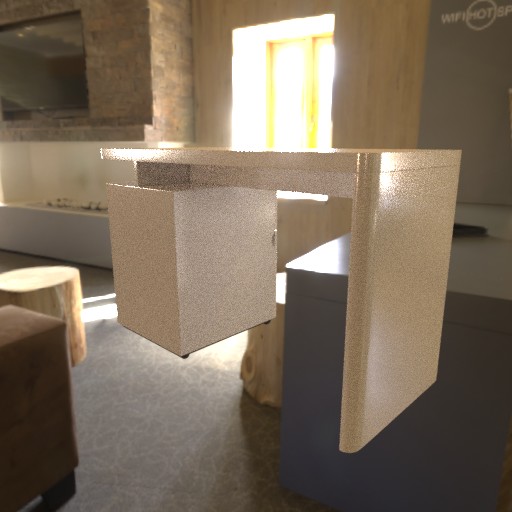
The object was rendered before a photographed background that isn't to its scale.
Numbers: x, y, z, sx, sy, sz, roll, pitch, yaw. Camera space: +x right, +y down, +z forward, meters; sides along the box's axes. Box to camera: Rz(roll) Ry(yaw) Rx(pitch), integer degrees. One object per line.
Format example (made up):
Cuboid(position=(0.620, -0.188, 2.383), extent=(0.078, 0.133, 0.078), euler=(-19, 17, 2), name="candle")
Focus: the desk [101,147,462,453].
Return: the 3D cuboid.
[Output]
Cuboid(position=(0.000, 0.000, 1.619), extent=(1.200, 0.760, 0.550), euler=(13, 20, 42), name="desk")
